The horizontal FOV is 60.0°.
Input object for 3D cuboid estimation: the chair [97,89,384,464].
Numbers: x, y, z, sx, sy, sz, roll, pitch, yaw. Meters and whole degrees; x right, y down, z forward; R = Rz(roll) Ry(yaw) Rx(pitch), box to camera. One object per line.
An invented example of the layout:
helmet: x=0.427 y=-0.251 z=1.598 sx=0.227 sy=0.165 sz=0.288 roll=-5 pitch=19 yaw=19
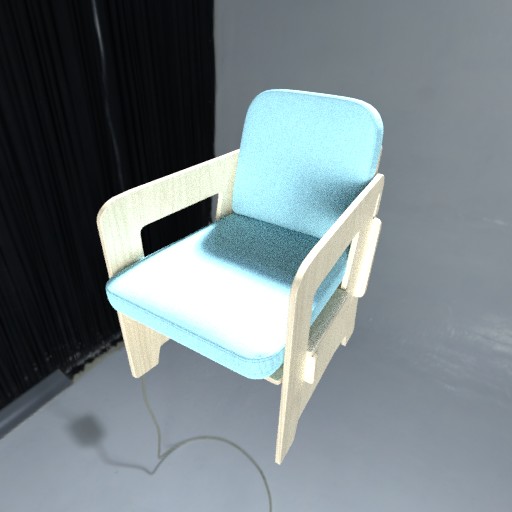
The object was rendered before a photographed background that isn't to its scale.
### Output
chair: x=0.000 y=0.000 z=1.277 sx=0.590 sy=0.800 sz=0.710 roll=19 pitch=36 yaw=28
